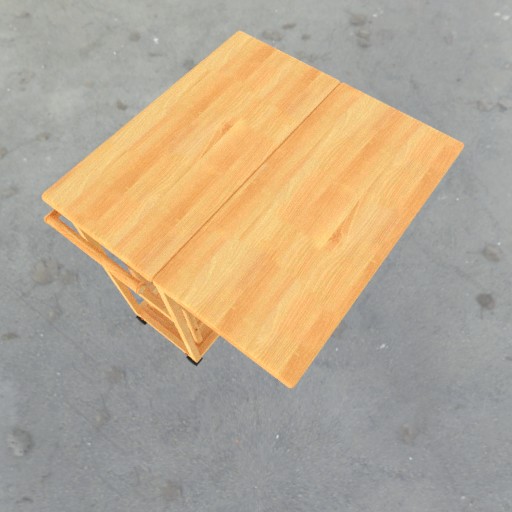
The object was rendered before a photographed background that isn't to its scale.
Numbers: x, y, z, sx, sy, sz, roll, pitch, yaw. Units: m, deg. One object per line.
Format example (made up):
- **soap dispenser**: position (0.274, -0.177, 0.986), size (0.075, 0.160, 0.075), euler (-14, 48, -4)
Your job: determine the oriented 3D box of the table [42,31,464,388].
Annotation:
- **table**: position (0.000, 0.000, 1.388), size (0.693, 0.832, 0.752), euler (34, 67, 16)
